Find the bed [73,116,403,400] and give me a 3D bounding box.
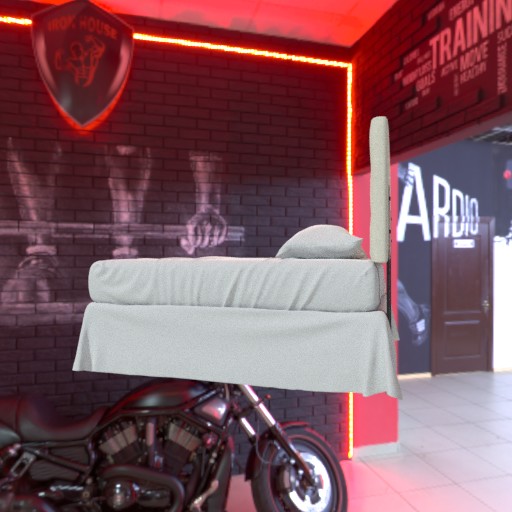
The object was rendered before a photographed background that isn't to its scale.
[{"bbox_3d":[0.000,0.000,3.565,2.222,1.577,1.936,0,0,17],"label":"bed"}]
